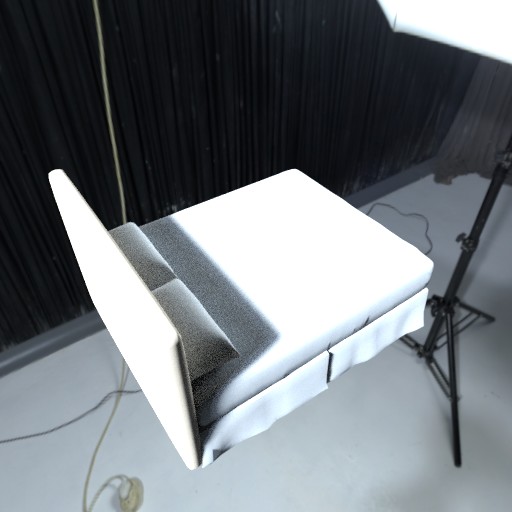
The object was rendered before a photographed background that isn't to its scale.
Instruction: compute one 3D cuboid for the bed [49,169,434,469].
[{"bbox_3d":[0.000,0.000,3.217,2.142,1.330,1.748,-25,47,-25],"label":"bed"}]
